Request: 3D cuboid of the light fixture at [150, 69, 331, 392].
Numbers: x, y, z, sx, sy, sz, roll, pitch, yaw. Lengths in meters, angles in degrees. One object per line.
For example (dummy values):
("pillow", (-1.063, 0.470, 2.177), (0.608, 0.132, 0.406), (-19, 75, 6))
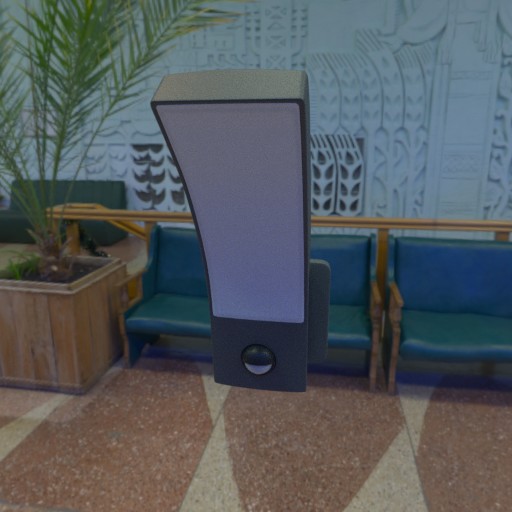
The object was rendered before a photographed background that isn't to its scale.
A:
("light fixture", (0.000, 0.000, 0.334), (0.108, 0.243, 0.174), (3, 15, 11))
